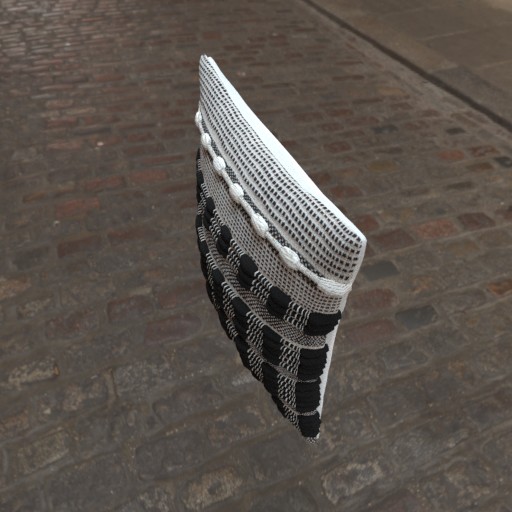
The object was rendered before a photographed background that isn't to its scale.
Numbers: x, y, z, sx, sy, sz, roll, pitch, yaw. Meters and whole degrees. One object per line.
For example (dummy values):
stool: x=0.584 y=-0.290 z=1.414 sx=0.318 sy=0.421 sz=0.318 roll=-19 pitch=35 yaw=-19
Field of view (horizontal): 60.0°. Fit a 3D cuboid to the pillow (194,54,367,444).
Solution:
pillow: x=0.000 y=0.000 z=0.664 sx=0.156 sy=0.438 sz=0.436 roll=-17 pitch=48 yaw=-16
